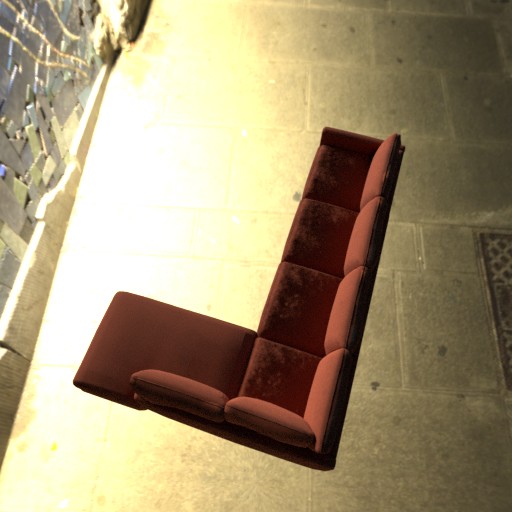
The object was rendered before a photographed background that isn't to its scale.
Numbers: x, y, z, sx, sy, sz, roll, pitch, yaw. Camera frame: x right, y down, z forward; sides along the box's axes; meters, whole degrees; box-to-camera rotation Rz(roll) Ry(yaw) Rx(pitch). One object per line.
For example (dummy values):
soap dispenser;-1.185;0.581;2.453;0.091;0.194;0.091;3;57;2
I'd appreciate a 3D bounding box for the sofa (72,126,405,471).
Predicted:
sofa;0.000;0.000;3.565;1.879;0.757;2.736;16;64;8
